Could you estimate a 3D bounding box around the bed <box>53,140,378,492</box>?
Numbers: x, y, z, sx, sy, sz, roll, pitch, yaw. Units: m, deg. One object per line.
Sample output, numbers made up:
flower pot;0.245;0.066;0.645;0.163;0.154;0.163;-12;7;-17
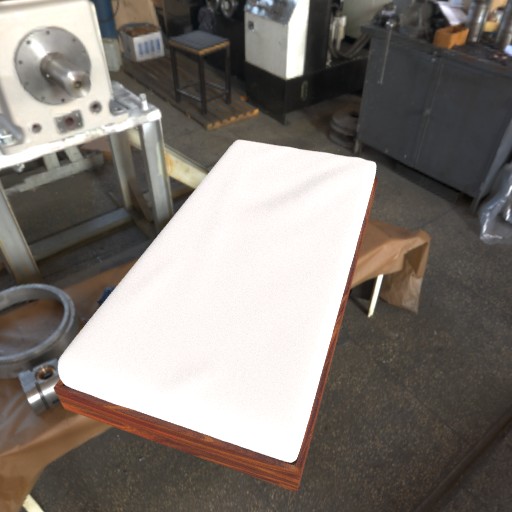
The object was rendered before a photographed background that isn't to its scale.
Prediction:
bed;0.000;0.000;2.172;0.940;0.312;1.860;13;43;14
